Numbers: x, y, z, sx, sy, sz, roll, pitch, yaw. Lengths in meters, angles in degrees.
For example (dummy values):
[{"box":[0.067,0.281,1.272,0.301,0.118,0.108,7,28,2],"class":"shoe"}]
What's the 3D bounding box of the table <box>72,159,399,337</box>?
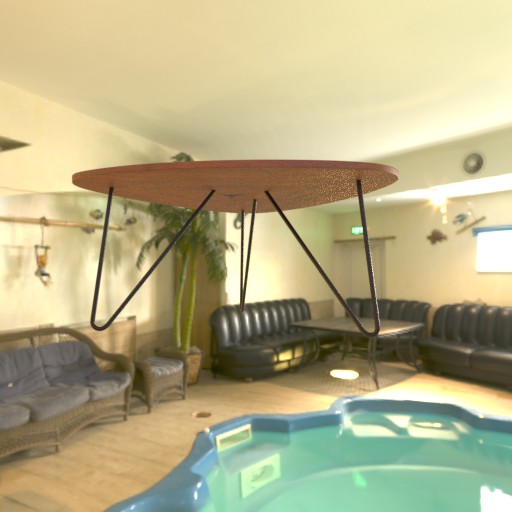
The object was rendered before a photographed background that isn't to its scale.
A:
[{"box":[0.000,0.000,1.298,0.821,0.413,0.833,-1,-2,35],"class":"table"}]
